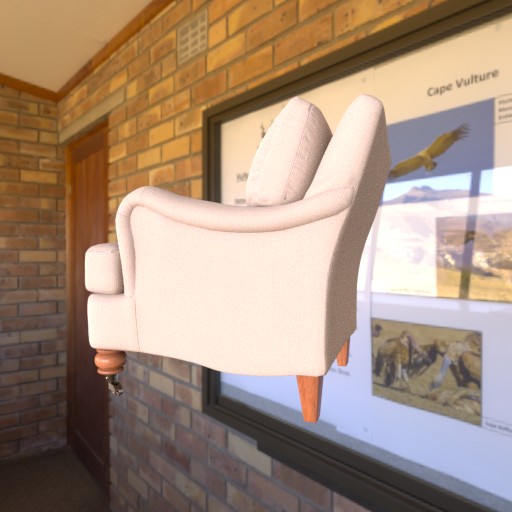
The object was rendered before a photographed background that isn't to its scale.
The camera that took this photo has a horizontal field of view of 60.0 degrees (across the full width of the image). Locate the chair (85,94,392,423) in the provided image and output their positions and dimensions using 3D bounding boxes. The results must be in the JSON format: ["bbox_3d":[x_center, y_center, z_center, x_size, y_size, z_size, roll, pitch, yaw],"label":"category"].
[{"bbox_3d":[0.000,0.000,1.863,1.070,1.038,0.955,0,0,19],"label":"chair"}]
